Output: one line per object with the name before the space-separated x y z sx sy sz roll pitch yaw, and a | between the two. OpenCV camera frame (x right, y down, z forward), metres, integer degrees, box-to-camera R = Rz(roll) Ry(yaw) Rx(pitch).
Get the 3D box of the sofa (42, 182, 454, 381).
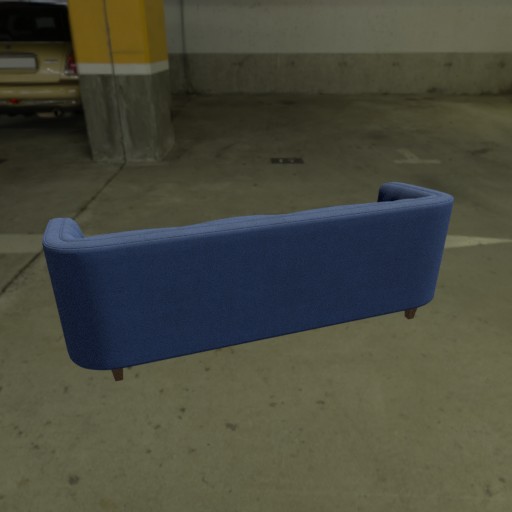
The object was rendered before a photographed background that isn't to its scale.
sofa | 0.000 0.000 2.633 2.235 0.787 0.914 -8 28 -16
